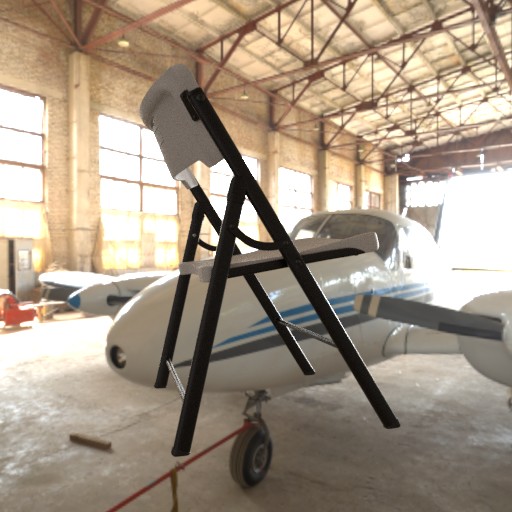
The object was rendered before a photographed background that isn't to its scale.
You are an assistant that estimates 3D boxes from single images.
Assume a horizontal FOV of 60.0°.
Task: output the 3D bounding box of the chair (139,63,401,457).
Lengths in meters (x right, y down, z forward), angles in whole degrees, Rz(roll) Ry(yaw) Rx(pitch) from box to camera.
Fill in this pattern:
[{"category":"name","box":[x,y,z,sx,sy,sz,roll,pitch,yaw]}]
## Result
[{"category":"chair","box":[0.000,0.000,1.135,0.577,0.765,0.482,0,0,-17]}]
